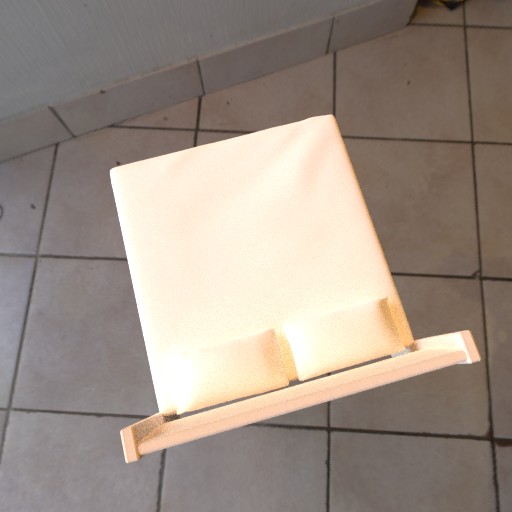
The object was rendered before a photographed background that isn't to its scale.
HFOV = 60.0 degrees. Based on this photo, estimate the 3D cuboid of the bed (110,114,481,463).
[{"bbox_3d":[0.000,0.000,3.525,2.145,1.471,2.293,-15,76,-4],"label":"bed"}]
